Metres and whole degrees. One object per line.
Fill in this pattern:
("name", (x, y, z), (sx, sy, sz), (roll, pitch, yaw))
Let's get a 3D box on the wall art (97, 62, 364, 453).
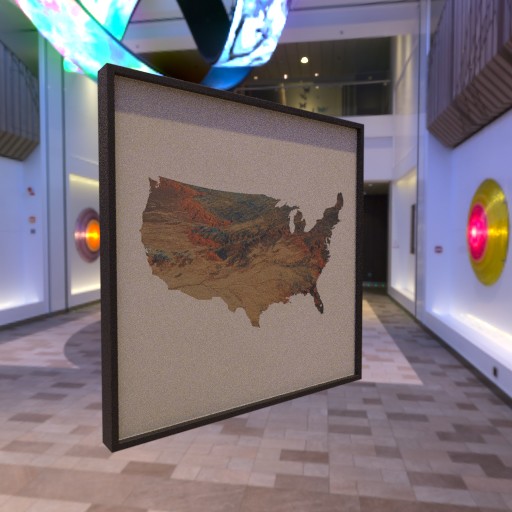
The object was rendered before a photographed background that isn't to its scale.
("wall art", (0.000, 0.000, 0.743), (0.507, 0.507, 0.038), (-2, 3, -37))
